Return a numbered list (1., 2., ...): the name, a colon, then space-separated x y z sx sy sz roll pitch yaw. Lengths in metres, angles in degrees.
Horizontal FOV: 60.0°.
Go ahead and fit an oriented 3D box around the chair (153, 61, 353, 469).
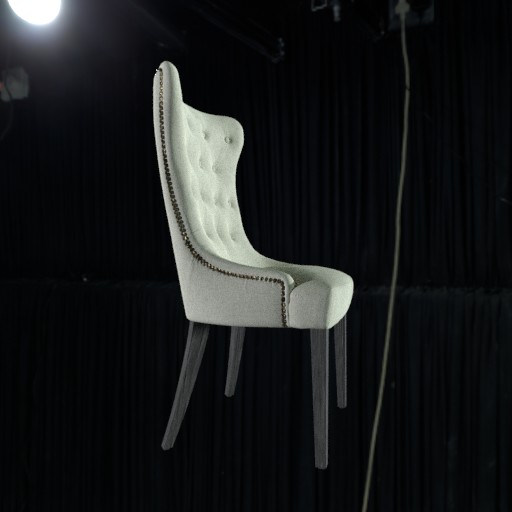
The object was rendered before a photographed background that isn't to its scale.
1. chair: 0.000 0.000 1.406 0.590 1.065 0.584 0 0 17
